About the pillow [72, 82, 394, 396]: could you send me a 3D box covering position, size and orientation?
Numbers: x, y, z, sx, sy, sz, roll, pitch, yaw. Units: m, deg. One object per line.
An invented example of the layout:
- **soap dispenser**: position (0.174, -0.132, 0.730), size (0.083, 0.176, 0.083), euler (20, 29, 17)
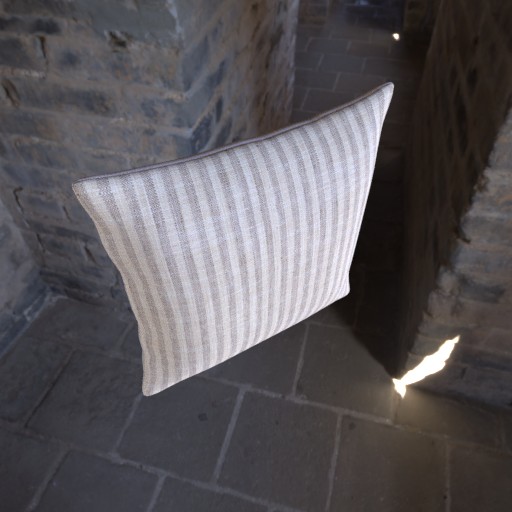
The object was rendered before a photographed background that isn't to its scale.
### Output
- **pillow**: position (0.000, 0.000, 0.795), size (0.523, 0.510, 0.166), euler (-24, 50, -22)
